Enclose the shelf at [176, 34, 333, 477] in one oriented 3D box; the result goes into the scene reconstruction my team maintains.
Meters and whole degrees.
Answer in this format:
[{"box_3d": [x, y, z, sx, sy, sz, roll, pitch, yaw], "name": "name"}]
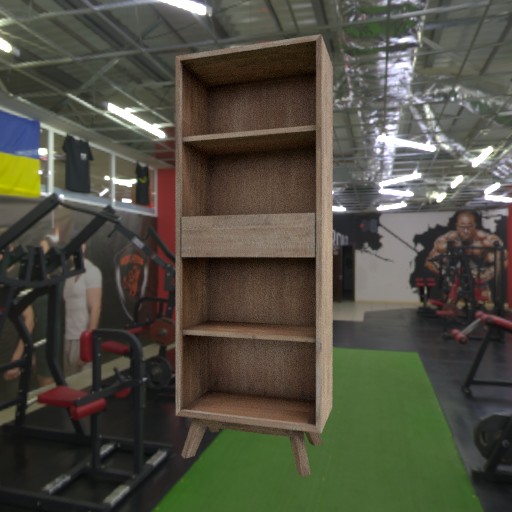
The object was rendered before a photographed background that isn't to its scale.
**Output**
[{"box_3d": [0.000, 0.000, 1.529, 0.491, 1.342, 0.267, 0, 0, 18], "name": "shelf"}]
